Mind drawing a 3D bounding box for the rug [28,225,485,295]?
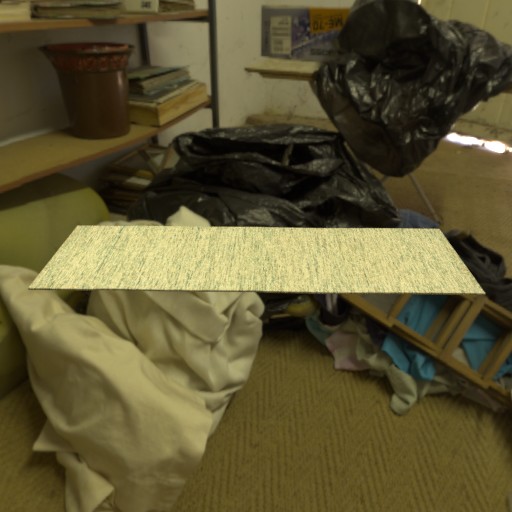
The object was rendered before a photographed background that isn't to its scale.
[{"bbox_3d":[0.000,0.000,2.509,2.290,0.014,0.700,1,31,1],"label":"rug"}]
